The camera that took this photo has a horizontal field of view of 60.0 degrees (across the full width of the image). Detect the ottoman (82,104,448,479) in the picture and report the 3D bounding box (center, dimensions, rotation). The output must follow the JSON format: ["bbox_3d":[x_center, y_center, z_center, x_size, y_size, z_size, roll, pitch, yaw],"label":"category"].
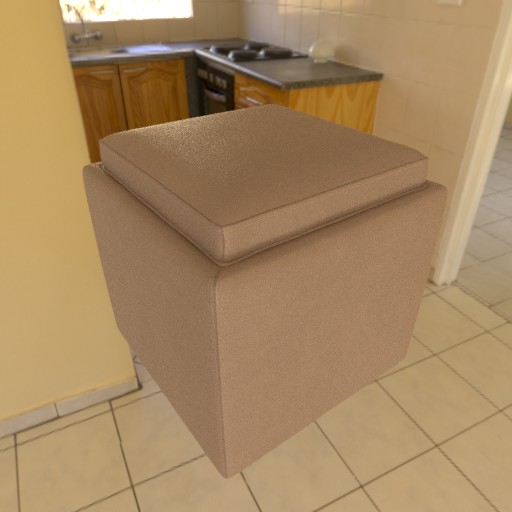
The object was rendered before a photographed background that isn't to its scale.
[{"bbox_3d":[0.000,0.000,0.813,0.450,0.460,0.451,-22,38,-30],"label":"ottoman"}]
